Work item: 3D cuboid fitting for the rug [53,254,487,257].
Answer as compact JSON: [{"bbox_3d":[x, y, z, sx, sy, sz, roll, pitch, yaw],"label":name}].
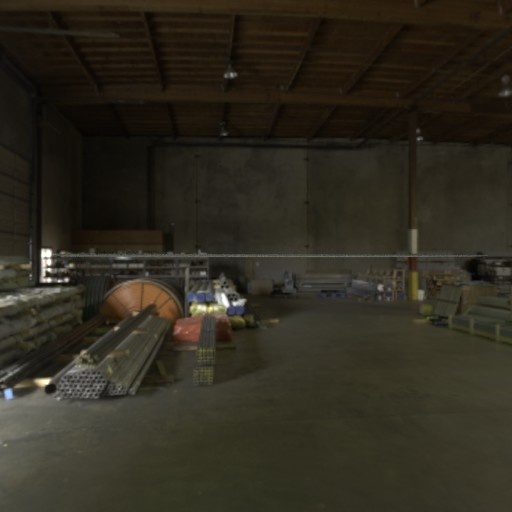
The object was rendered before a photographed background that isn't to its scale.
[{"bbox_3d":[0.000,0.000,2.323,1.854,0.006,1.234,0,0,-20],"label":"rug"}]
